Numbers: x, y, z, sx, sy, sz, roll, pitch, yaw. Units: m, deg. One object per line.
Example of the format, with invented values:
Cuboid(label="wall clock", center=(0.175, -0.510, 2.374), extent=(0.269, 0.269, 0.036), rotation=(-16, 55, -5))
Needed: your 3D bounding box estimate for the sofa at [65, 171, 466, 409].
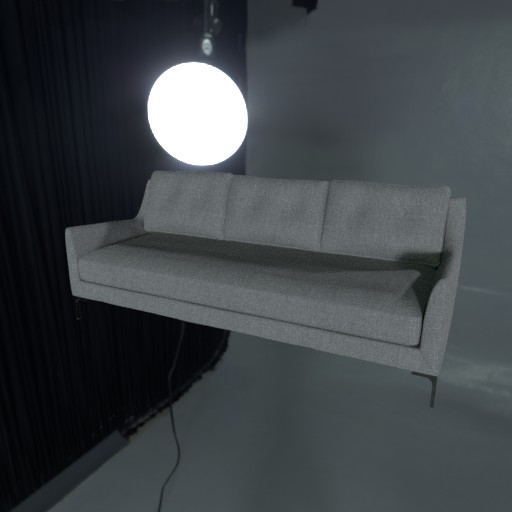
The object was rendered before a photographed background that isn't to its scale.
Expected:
Cuboid(label="sofa", center=(0.000, 0.000, 2.472), extent=(2.060, 0.837, 0.849), rotation=(8, 18, 25))
